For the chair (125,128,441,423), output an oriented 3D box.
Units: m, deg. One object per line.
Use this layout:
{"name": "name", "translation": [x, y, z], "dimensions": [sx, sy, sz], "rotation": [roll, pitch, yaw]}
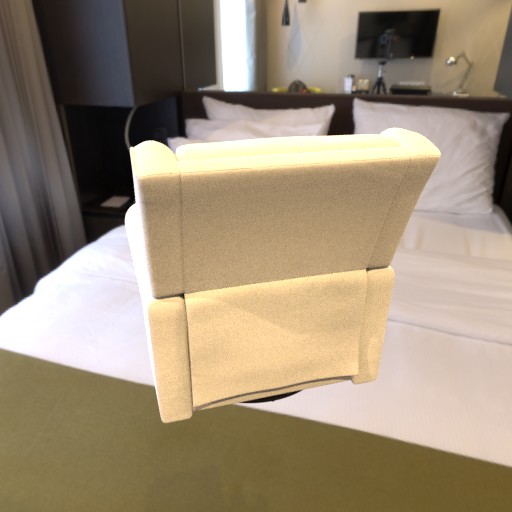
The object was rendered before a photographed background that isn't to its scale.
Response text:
{"name": "chair", "translation": [0.000, 0.000, 1.620], "dimensions": [0.906, 0.967, 0.854], "rotation": [-7, 27, -14]}
